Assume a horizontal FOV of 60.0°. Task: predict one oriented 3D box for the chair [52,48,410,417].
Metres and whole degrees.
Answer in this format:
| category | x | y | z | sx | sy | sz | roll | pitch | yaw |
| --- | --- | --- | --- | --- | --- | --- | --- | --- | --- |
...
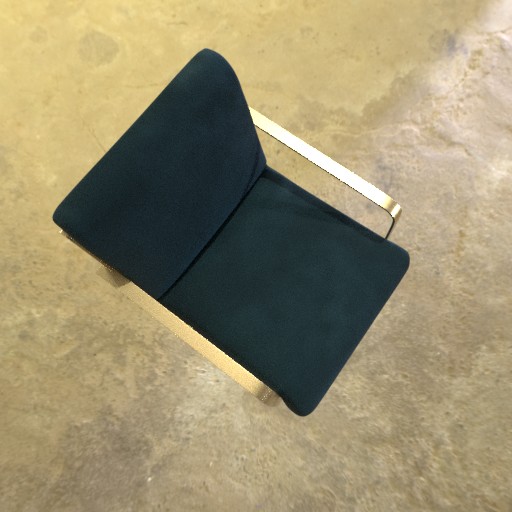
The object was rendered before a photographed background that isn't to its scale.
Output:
| category | x | y | z | sx | sy | sz | roll | pitch | yaw |
| --- | --- | --- | --- | --- | --- | --- | --- | --- | --- |
| chair | 0.000 | 0.000 | 1.434 | 0.859 | 0.831 | 0.692 | 35 | 78 | 9 |
